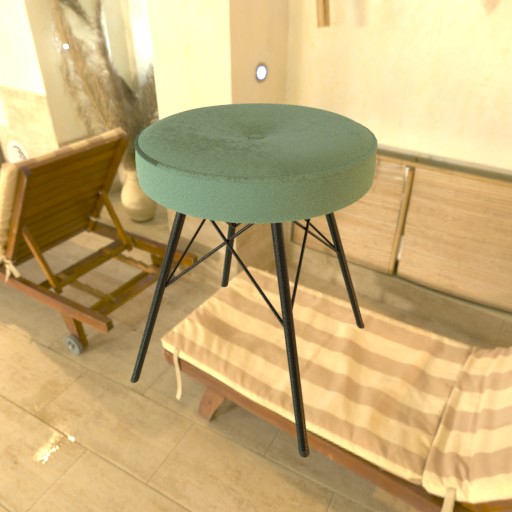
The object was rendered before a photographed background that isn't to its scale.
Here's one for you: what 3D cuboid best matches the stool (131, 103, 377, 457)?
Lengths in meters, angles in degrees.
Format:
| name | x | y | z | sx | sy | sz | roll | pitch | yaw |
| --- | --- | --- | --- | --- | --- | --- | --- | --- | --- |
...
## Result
| name | x | y | z | sx | sy | sz | roll | pitch | yaw |
| --- | --- | --- | --- | --- | --- | --- | --- | --- | --- |
| stool | 0.000 | 0.000 | 0.884 | 0.458 | 0.519 | 0.457 | 20 | 37 | 29 |
